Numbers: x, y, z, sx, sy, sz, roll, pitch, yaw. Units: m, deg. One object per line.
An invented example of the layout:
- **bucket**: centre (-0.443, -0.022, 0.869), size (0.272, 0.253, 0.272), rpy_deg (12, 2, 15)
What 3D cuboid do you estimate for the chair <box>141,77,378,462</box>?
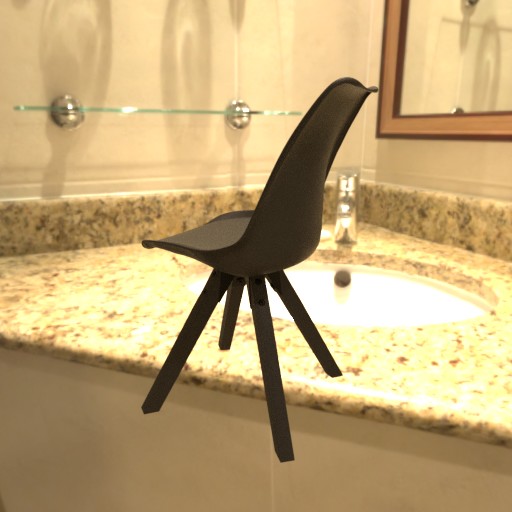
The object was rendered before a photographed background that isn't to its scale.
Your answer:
- **chair**: centre (0.000, 0.000, 1.187), size (0.550, 0.850, 0.485), rpy_deg (8, 18, 25)
